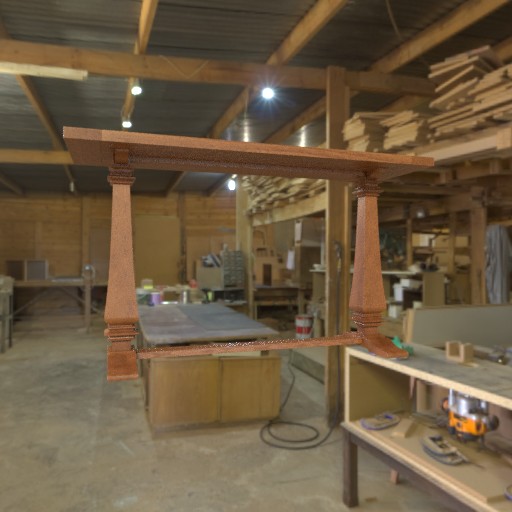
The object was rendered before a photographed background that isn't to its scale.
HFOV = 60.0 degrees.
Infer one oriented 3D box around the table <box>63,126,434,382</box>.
[{"bbox_3d":[0.000,0.000,1.896,1.478,0.852,0.461,0,0,-18],"label":"table"}]
